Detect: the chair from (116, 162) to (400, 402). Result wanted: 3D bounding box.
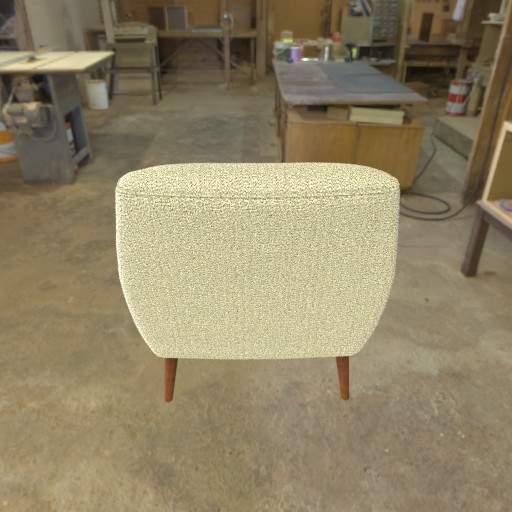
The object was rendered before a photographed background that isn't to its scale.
[{"bbox_3d":[0.000,0.000,1.476,0.762,0.838,0.787,0,30,-1],"label":"chair"}]
